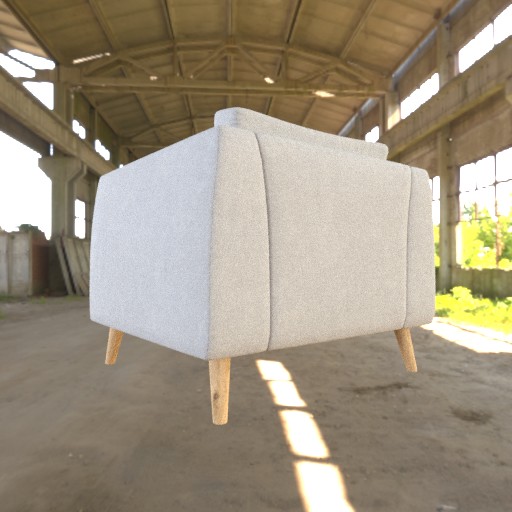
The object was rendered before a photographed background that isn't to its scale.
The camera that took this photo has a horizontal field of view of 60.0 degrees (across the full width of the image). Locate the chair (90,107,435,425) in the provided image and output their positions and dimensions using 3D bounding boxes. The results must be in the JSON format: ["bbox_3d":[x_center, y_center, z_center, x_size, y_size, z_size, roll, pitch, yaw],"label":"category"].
[{"bbox_3d":[0.000,0.000,1.719,1.000,0.860,0.930,0,0,-38],"label":"chair"}]
